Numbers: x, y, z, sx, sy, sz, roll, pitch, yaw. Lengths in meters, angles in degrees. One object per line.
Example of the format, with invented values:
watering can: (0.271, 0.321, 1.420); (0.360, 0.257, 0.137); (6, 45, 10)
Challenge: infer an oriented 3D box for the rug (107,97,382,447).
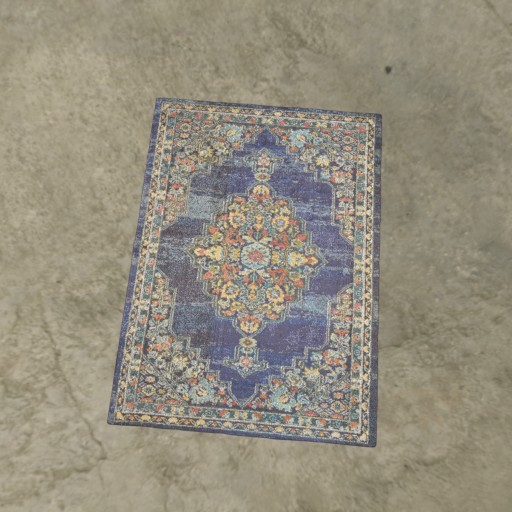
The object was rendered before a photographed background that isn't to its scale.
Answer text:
rug: (0.000, 0.000, 2.918); (1.630, 0.009, 2.232); (5, 76, 1)
